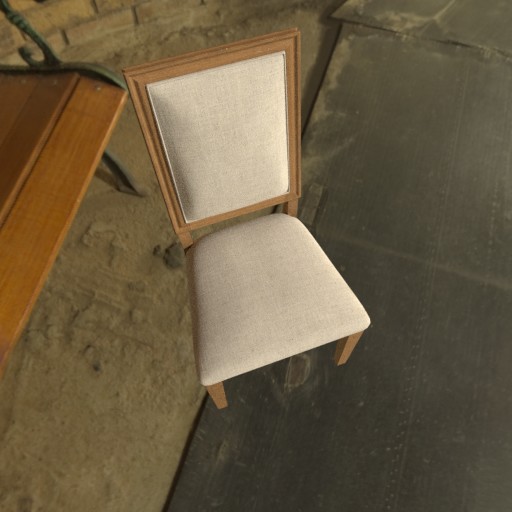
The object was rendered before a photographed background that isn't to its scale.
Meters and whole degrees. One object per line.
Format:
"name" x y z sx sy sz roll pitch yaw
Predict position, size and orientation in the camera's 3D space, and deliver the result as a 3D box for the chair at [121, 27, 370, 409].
"chair" 0.000 0.000 1.311 0.536 0.988 0.601 -18 65 -9
